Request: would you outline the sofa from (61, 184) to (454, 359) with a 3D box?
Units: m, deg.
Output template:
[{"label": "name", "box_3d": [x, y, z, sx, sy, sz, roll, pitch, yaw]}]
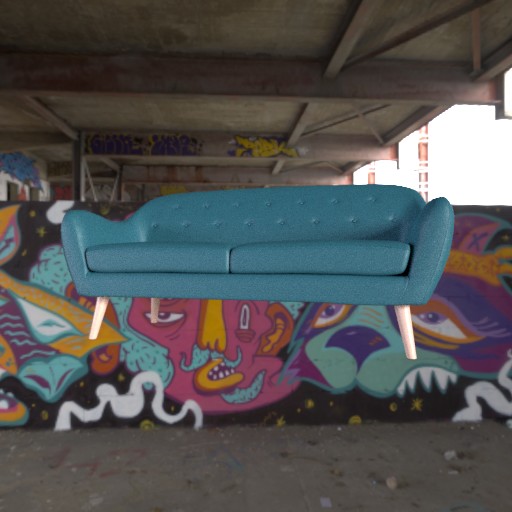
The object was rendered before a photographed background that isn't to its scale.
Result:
[{"label": "sofa", "box_3d": [0.000, 0.000, 2.325, 1.840, 0.836, 0.820, 0, 0, 17]}]
